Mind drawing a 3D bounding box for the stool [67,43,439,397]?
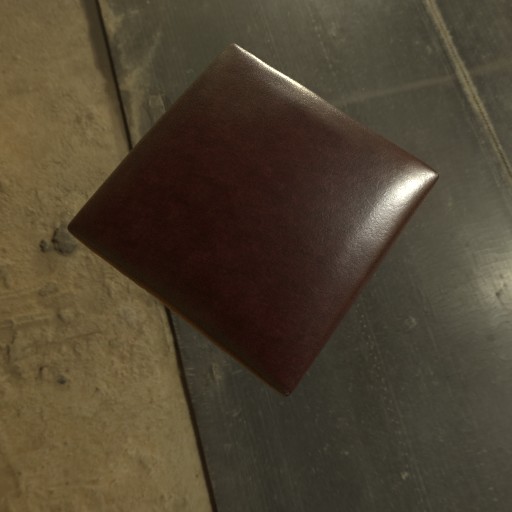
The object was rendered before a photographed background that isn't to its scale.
[{"bbox_3d":[0.000,0.000,0.910,0.382,0.702,0.383,36,78,9],"label":"stool"}]
